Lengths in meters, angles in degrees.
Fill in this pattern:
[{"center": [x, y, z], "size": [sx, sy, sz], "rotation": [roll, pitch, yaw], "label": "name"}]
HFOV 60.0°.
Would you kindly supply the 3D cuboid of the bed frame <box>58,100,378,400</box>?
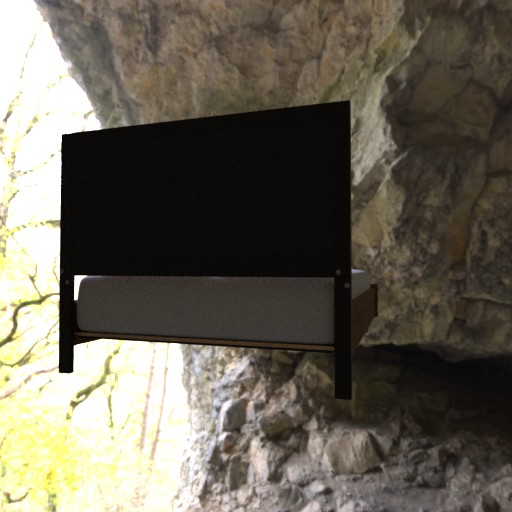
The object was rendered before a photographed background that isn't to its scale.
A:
[{"center": [0.000, 0.000, 3.432], "size": [1.696, 1.417, 2.276], "rotation": [0, -2, 18], "label": "bed frame"}]
